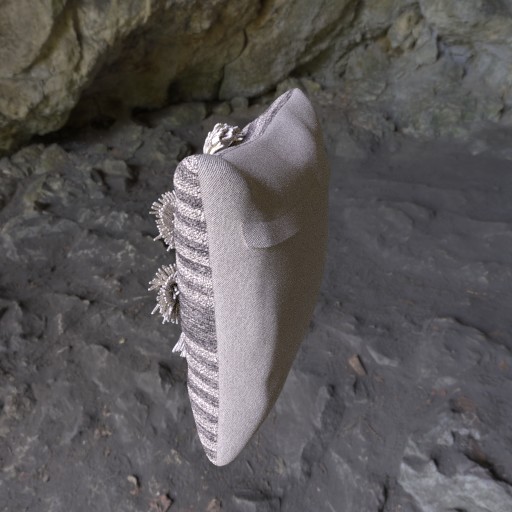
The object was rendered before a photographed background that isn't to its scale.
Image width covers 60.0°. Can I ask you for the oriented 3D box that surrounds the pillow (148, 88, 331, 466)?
[{"bbox_3d":[0.000,0.000,0.771,0.234,0.490,0.484,8,30,15],"label":"pillow"}]
